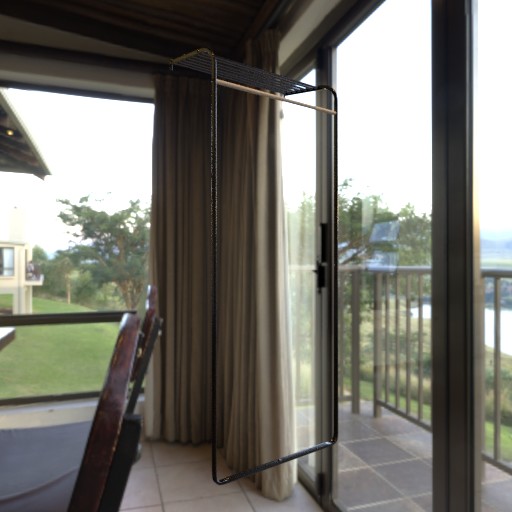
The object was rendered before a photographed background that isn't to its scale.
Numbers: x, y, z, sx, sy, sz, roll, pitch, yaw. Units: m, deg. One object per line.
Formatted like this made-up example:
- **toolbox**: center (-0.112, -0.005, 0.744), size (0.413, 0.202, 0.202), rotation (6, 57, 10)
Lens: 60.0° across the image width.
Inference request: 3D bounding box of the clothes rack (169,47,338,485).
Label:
- **clothes rack**: center (0.000, 0.000, 1.819), size (0.609, 1.574, 0.349), rotation (0, 0, -36)
